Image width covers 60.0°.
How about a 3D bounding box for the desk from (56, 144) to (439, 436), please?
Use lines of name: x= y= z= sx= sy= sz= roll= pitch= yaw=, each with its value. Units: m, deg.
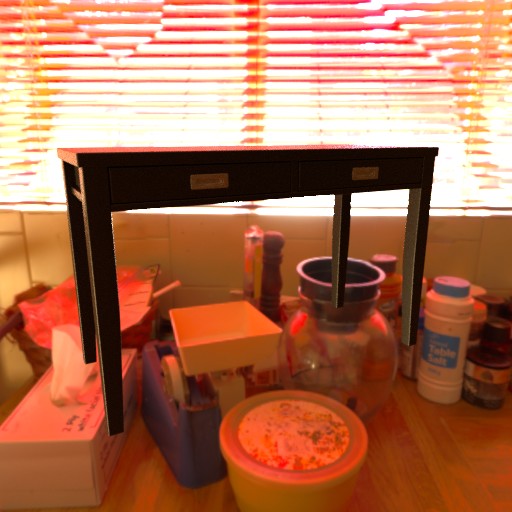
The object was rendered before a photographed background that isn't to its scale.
desk: x=0.000 y=0.000 z=1.623 sx=1.220 sy=0.775 sz=0.508 roll=-8 pitch=17 yaw=-27
